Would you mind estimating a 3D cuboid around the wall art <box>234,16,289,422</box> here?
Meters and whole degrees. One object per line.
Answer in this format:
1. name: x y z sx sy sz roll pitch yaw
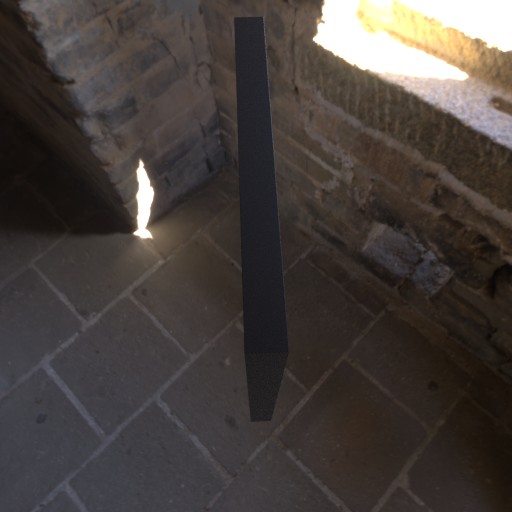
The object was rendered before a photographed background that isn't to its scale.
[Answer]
1. wall art: 0.000 0.000 0.528 0.029 0.381 0.330 -2 63 -1
